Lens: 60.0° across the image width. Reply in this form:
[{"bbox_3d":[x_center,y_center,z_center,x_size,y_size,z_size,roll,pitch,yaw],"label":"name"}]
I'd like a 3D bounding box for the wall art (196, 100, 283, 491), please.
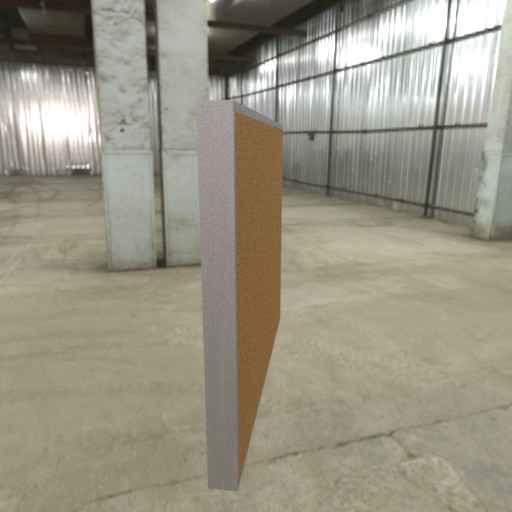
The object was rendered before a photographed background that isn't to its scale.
[{"bbox_3d":[0.000,0.000,0.754,0.037,0.450,0.557,2,14,8],"label":"wall art"}]
